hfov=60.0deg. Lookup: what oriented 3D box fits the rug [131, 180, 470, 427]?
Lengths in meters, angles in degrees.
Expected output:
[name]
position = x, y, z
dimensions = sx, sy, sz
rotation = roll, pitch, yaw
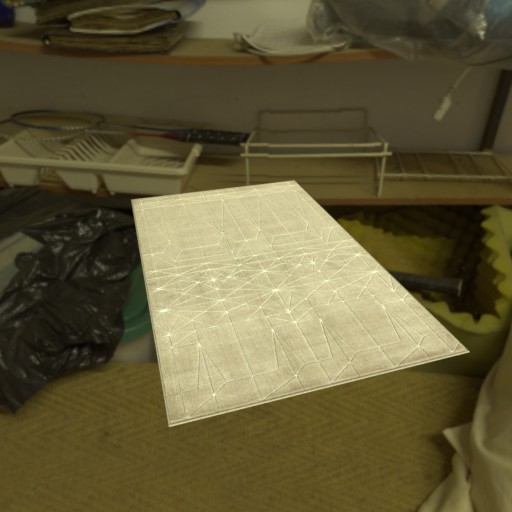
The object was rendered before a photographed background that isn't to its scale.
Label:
[rug]
position = 0.000, 0.000, 3.061
dimensions = 1.524, 0.012, 2.438
rotation = -9, 32, -15
